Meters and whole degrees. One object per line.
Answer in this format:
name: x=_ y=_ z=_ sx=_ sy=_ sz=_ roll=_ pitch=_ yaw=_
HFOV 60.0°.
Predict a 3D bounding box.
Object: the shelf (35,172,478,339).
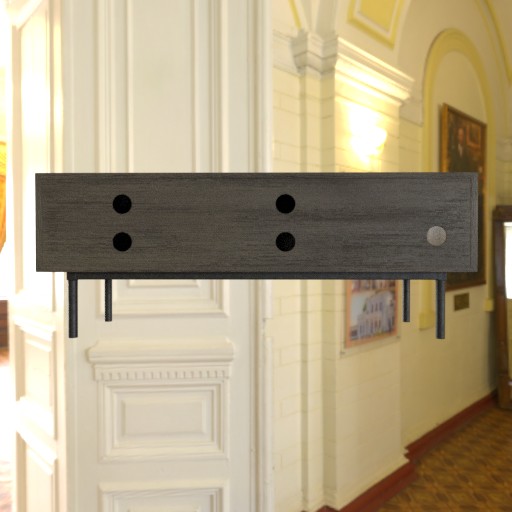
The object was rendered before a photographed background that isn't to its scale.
shelf: x=0.000 y=0.000 z=1.501 sx=1.300 sy=0.495 sz=0.400 roll=0 pitch=1 yaw=1
